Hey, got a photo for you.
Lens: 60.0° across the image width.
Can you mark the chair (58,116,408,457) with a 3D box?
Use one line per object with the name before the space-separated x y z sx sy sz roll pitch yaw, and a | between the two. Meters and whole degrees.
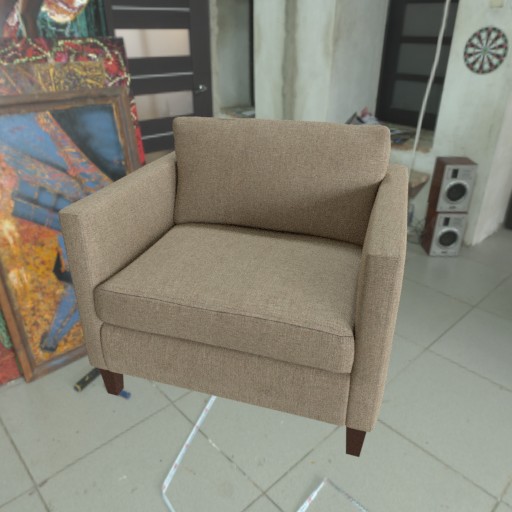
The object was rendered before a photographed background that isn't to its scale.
chair | 0.000 0.000 1.790 1.107 0.987 0.959 8 28 16
